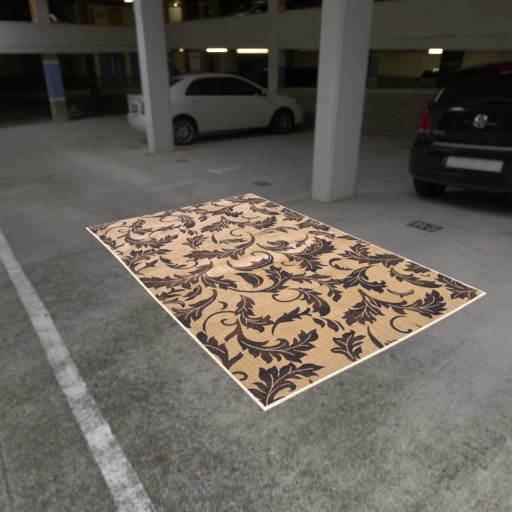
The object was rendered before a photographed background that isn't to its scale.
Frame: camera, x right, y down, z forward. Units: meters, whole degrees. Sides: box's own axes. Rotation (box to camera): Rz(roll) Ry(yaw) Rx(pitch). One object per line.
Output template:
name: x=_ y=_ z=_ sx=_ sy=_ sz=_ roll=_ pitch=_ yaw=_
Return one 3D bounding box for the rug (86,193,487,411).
rug: x=0.000 y=0.000 z=2.879 sx=1.522 sy=0.008 sz=2.284 roll=-17 pitch=30 yaw=-32
